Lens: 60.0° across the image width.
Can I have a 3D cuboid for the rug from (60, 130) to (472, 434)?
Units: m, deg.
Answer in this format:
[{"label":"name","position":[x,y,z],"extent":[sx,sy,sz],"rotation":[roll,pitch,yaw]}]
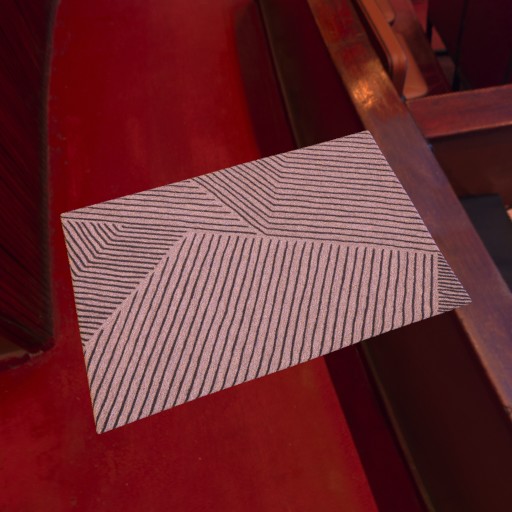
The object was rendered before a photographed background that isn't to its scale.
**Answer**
[{"label":"rug","position":[0.000,0.000,2.985],"extent":[2.406,0.023,1.539],"rotation":[-17,64,-9]}]
